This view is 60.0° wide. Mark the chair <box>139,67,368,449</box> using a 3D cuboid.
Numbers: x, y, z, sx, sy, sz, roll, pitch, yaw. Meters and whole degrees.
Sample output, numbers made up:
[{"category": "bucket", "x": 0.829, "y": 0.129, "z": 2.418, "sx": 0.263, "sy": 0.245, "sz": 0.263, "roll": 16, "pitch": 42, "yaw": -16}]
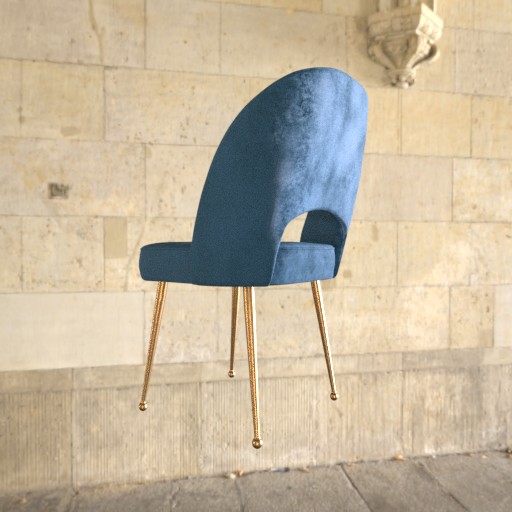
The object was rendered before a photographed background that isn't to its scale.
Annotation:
[{"category": "chair", "x": 0.000, "y": 0.000, "z": 1.235, "sx": 0.577, "sy": 0.860, "sz": 0.527, "roll": 1, "pitch": 1, "yaw": 36}]
